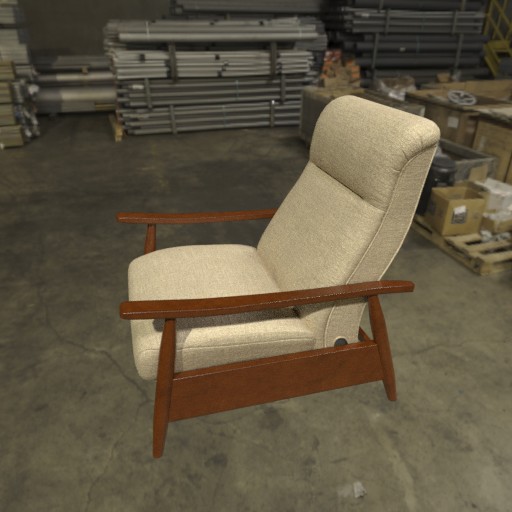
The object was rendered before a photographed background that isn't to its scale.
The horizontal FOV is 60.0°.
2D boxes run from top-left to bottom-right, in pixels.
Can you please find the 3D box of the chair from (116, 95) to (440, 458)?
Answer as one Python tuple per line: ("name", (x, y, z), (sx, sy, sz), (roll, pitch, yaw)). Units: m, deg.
("chair", (0.000, 0.000, 1.716), (1.014, 1.082, 0.762), (-8, 29, -14))
